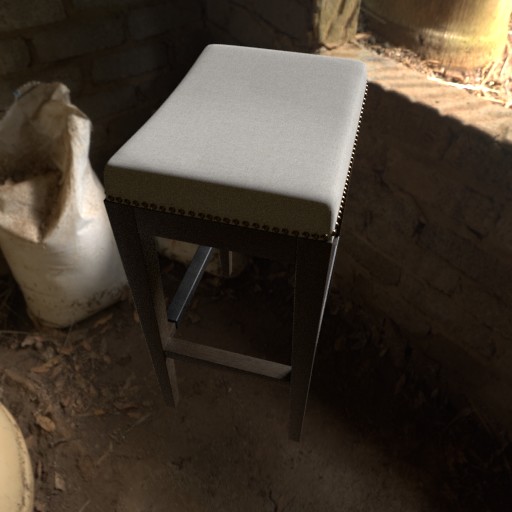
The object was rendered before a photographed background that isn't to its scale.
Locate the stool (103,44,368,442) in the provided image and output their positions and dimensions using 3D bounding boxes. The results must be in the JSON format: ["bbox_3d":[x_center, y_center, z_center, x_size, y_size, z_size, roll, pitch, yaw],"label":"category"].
[{"bbox_3d":[0.000,0.000,1.025,0.358,0.759,0.498,11,48,10],"label":"stool"}]
